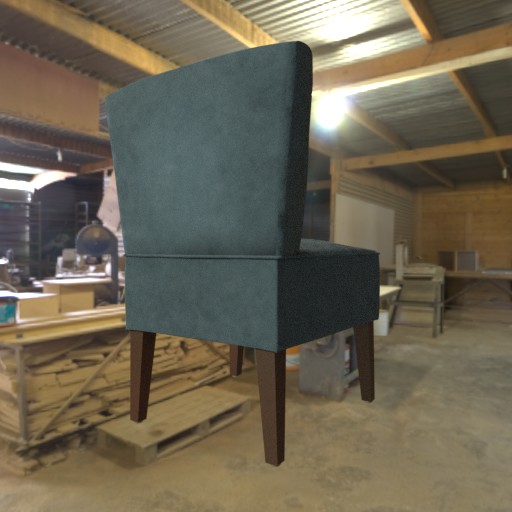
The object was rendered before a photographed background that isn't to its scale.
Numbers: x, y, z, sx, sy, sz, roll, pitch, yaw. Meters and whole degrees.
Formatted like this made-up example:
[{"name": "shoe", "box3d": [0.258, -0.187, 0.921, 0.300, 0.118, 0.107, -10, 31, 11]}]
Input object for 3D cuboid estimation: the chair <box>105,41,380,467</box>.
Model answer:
[{"name": "chair", "box3d": [0.000, 0.000, 1.146, 0.521, 0.806, 0.551, 1, 1, 34]}]
